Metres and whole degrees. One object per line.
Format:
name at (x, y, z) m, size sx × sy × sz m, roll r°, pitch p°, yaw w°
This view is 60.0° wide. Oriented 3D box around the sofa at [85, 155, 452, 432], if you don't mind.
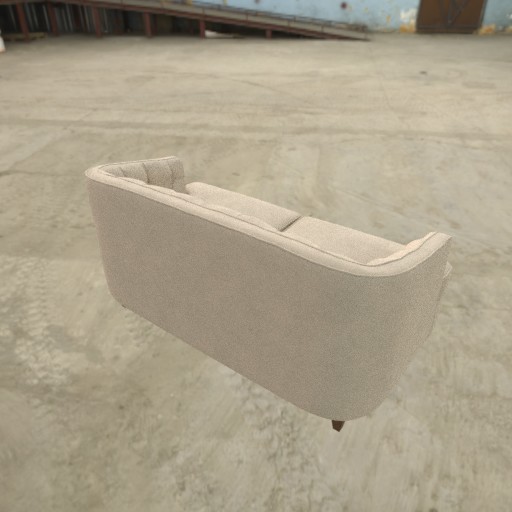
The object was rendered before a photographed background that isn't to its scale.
sofa at (0.000, 0.000, 2.293) m, size 1.731 × 0.878 × 0.940 m, roll 22°, pitch 38°, yaw 31°
